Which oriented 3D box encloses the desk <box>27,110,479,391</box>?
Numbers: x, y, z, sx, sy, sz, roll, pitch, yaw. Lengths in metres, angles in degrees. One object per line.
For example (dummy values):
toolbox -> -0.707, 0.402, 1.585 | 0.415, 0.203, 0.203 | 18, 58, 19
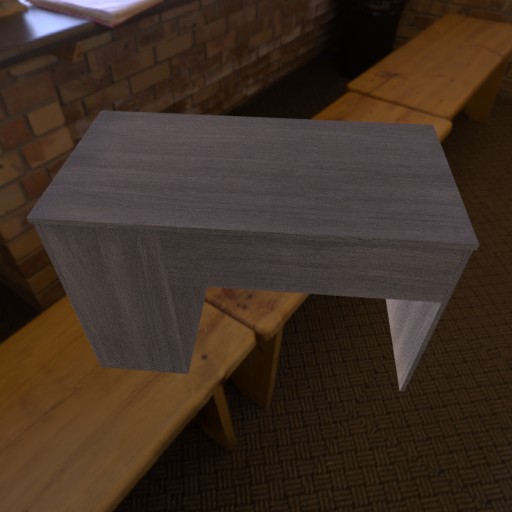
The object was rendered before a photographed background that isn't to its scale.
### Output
desk -> 0.000, 0.000, 1.526 | 1.097, 0.735, 0.560 | 4, 45, 4
